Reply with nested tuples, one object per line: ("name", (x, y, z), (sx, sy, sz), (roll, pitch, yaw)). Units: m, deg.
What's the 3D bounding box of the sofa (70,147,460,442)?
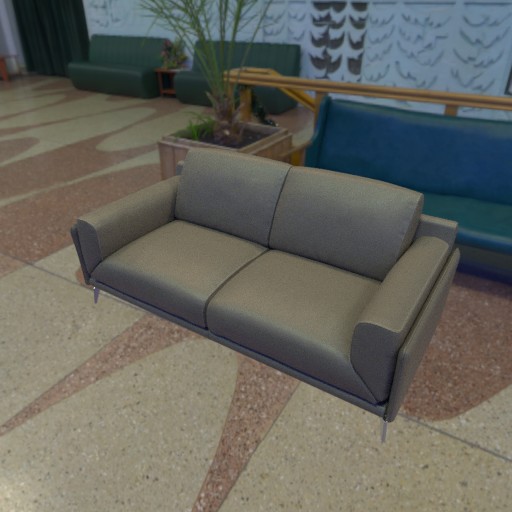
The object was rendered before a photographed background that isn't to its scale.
("sofa", (0.000, 0.000, 2.668), (2.101, 0.930, 1.049), (18, 35, 28))
